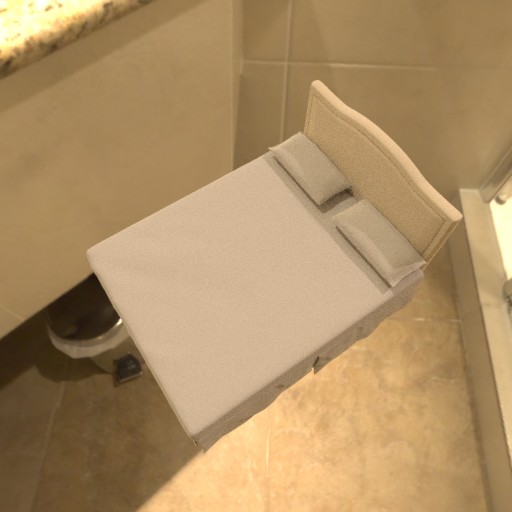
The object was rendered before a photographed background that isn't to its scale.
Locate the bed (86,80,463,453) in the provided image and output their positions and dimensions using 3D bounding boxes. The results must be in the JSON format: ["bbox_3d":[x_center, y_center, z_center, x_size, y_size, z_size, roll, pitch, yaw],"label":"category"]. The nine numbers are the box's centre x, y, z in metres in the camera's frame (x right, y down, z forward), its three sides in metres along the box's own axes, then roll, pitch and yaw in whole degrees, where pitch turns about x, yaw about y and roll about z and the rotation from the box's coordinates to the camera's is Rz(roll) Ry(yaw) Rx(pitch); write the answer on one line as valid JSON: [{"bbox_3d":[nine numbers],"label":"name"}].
[{"bbox_3d":[0.000,0.000,3.741,2.477,1.437,1.977,-31,67,-15],"label":"bed"}]
